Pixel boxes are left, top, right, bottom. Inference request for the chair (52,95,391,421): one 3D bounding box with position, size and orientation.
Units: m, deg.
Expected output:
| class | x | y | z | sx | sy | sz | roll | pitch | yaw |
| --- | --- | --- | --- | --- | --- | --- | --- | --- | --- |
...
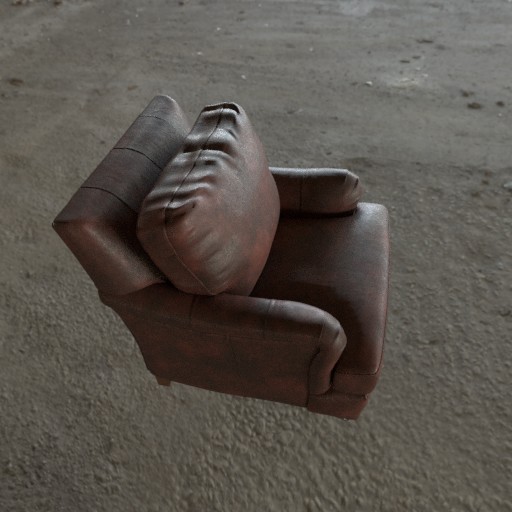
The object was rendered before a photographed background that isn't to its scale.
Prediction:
| class | x | y | z | sx | sy | sz | roll | pitch | yaw |
| --- | --- | --- | --- | --- | --- | --- | --- | --- | --- |
| chair | 0.000 | 0.000 | 1.939 | 1.156 | 1.051 | 0.987 | 10 | 47 | 9 |
